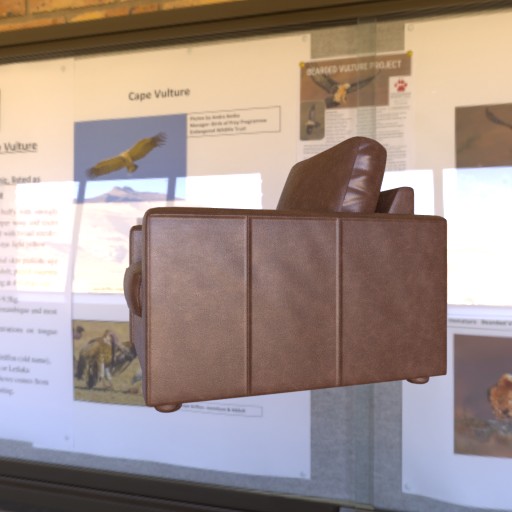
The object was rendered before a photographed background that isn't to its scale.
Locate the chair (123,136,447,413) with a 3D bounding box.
[{"bbox_3d":[0.000,0.000,1.779,1.016,0.873,1.005,0,0,-18],"label":"chair"}]
